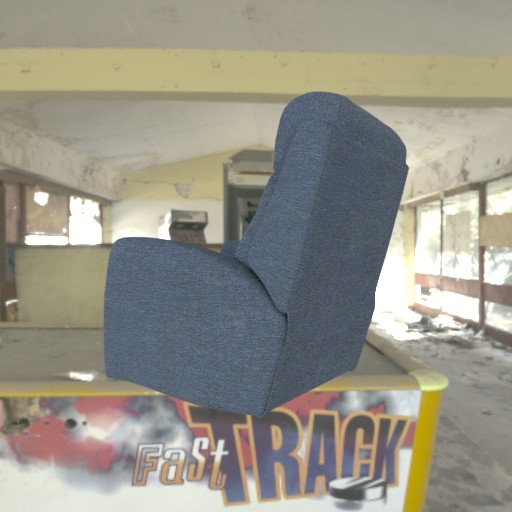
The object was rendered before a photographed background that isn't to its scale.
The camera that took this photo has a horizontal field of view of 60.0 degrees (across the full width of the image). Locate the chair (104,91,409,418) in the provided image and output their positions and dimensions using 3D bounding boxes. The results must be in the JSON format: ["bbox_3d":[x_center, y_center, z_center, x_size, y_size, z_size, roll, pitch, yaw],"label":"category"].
[{"bbox_3d":[0.000,0.000,1.771,1.043,1.013,0.798,0,1,36],"label":"chair"}]
